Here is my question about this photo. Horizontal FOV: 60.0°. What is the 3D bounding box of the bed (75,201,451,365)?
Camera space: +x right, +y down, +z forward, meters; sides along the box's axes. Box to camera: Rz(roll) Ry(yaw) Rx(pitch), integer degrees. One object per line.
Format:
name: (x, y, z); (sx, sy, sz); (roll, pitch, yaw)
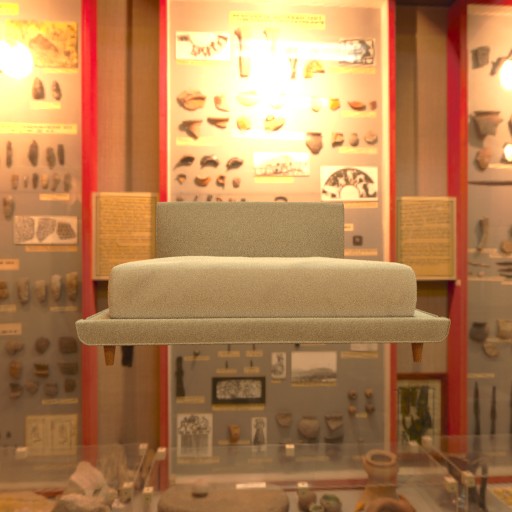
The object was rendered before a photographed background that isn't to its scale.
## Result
bed: (0.000, 0.000, 3.564); (1.980, 1.126, 2.498); (0, 1, -2)
